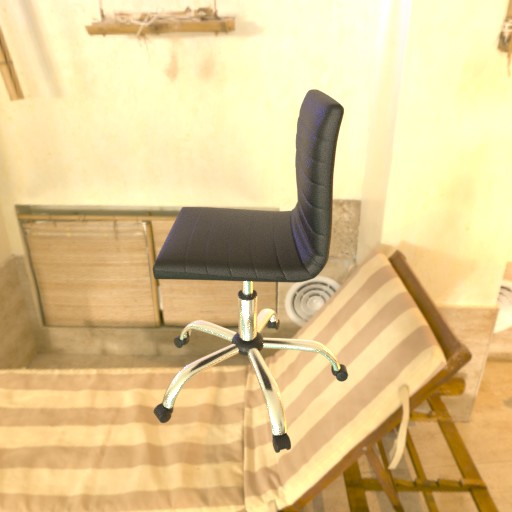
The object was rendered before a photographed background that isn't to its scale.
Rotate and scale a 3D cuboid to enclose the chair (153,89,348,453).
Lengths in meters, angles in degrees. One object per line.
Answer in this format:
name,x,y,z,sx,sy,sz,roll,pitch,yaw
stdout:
chair,0.000,0.000,1.130,0.530,0.780,0.556,0,24,0
